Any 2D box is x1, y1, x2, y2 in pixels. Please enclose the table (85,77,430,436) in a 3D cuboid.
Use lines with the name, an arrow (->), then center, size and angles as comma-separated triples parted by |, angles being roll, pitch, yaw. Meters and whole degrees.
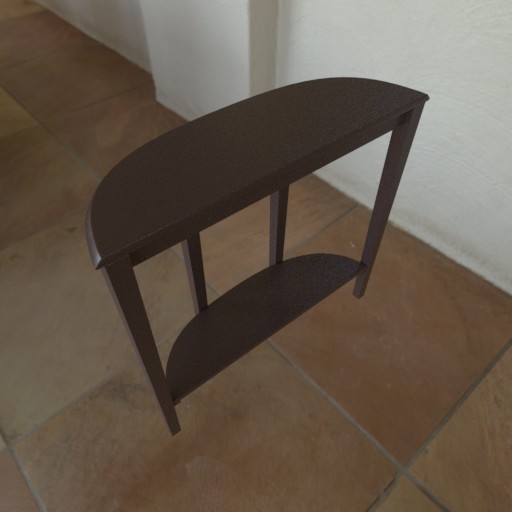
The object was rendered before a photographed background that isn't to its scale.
table -> 0.000, 0.000, 1.299 | 0.909, 0.831, 0.274 | -31, 55, -25
